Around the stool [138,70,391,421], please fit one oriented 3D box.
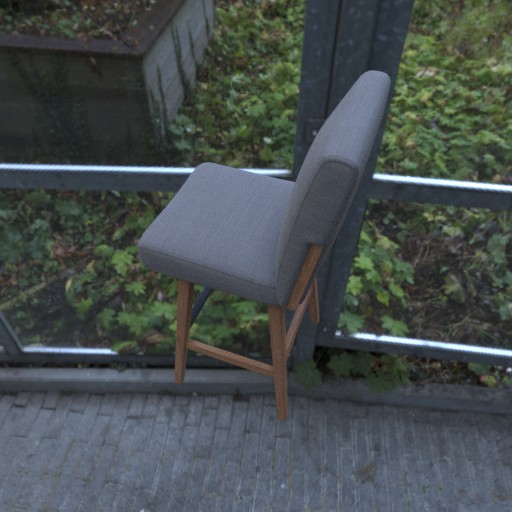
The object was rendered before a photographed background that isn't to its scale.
[{"bbox_3d":[0.000,0.000,1.404,0.570,1.112,0.483,15,48,14],"label":"stool"}]
